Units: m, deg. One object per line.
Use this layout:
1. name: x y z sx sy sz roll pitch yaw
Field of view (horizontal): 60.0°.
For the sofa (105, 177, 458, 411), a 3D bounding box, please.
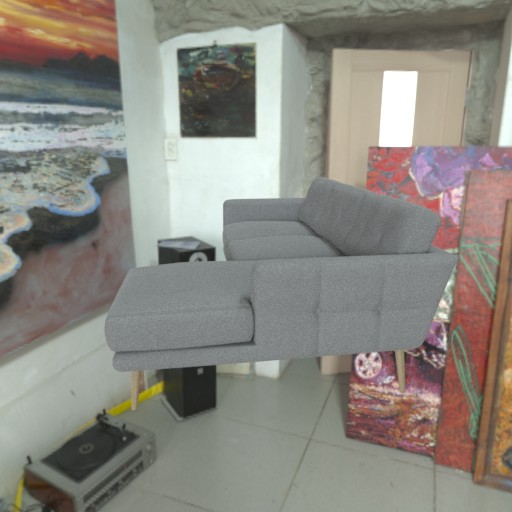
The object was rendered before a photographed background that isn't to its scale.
1. sofa: 0.000 0.000 2.840 1.530 0.860 2.040 -2 15 -8
